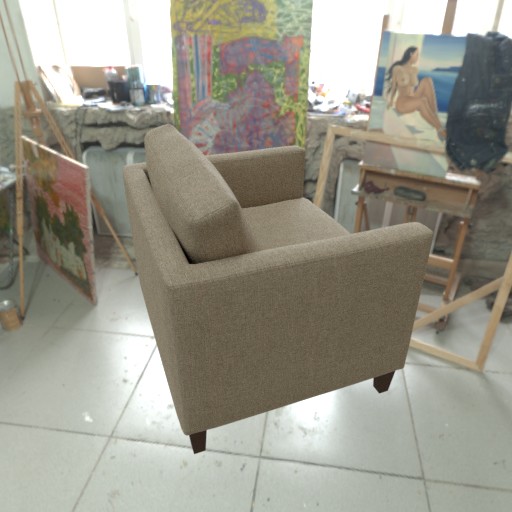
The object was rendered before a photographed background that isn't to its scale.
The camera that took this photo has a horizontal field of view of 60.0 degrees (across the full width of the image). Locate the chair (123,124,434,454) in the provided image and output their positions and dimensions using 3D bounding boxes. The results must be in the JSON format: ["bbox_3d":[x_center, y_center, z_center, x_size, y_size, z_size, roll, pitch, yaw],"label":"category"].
[{"bbox_3d":[0.000,0.000,1.933,0.959,0.987,1.107,-11,32,-18],"label":"chair"}]
